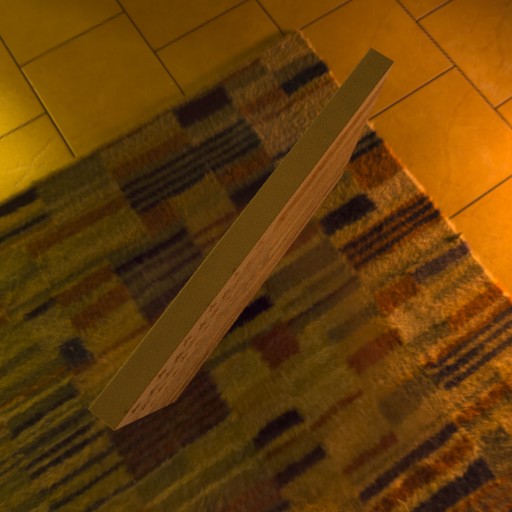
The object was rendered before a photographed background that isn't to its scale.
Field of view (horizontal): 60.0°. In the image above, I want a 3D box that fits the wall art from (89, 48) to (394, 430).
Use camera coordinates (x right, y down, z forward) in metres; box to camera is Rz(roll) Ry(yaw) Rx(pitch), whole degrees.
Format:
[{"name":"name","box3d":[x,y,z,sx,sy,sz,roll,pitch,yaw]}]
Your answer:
[{"name":"wall art","box3d":[0.000,0.000,0.767,0.041,0.407,0.606,35,79,8]}]
